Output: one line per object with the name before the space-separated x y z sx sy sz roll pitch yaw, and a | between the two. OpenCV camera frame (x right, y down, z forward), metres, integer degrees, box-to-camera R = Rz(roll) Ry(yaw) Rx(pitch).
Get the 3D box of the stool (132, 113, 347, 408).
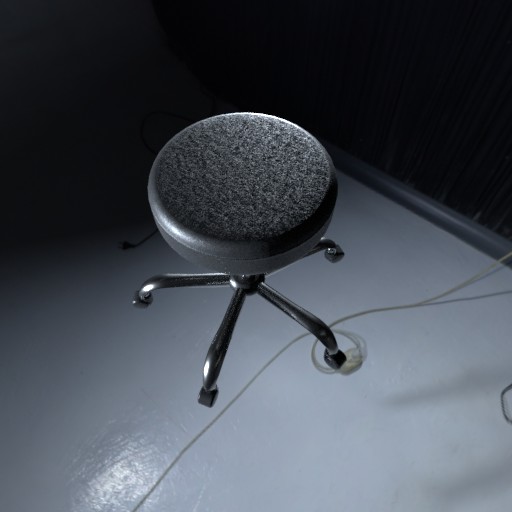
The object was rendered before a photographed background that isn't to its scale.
stool | 0.000 0.000 1.152 0.638 0.576 0.673 34 63 20
